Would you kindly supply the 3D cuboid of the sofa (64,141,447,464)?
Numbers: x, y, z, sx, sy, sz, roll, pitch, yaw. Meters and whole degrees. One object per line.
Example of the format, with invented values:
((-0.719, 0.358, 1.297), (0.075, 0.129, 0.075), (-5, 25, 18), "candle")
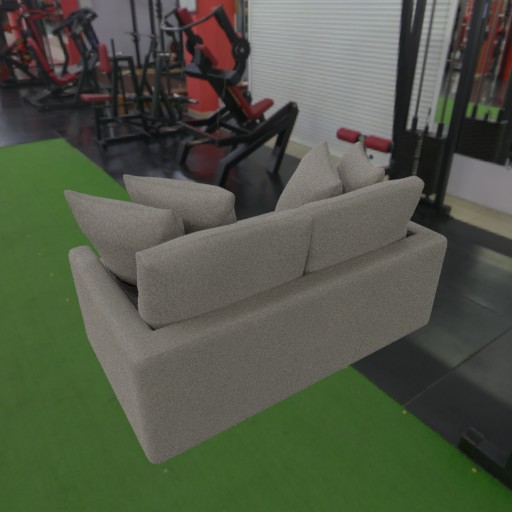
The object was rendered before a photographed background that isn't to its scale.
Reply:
((0.000, 0.000, 2.573), (1.869, 1.080, 1.228), (-18, 34, -29), "sofa")
